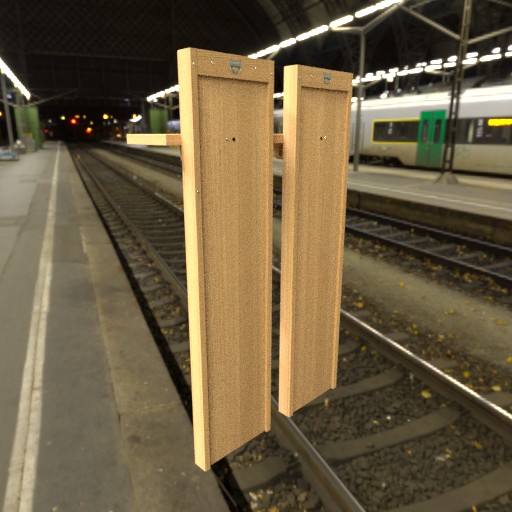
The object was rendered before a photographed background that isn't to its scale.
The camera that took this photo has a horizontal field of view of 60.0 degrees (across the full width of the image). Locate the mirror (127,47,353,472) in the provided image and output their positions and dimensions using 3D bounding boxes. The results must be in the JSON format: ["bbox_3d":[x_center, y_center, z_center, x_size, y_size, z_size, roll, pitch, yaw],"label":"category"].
[{"bbox_3d":[0.000,0.000,1.582,0.800,1.250,0.260,-15,21,-42],"label":"mirror"}]
